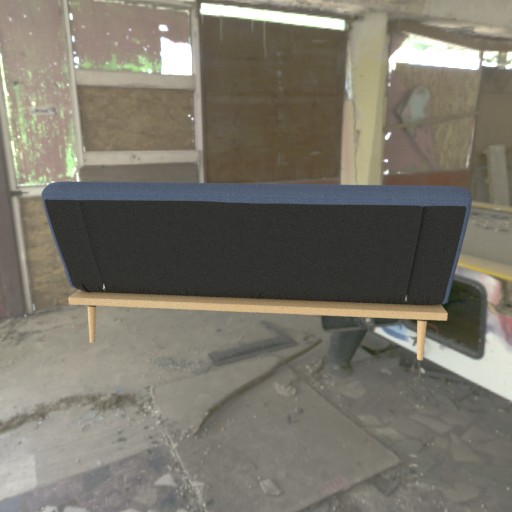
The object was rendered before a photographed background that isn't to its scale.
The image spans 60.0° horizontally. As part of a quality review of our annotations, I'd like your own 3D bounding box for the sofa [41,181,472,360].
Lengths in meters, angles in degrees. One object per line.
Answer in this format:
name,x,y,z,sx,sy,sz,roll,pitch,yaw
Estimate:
sofa,0.000,0.000,2.262,1.800,0.800,0.796,2,15,6
